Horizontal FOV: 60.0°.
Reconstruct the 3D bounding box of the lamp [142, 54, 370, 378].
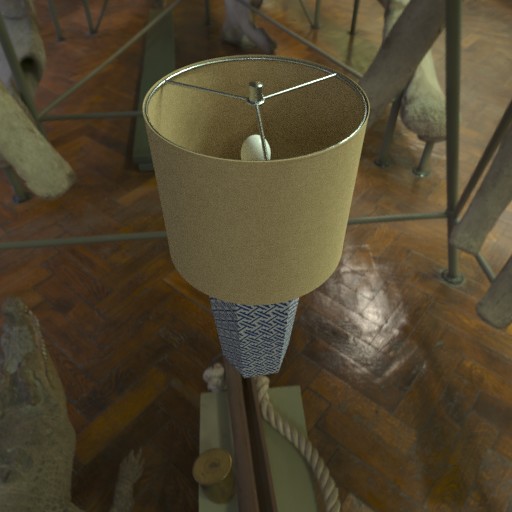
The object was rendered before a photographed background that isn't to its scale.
[{"bbox_3d":[0.000,0.000,0.862,0.320,0.682,0.320,-4,46,-4],"label":"lamp"}]
